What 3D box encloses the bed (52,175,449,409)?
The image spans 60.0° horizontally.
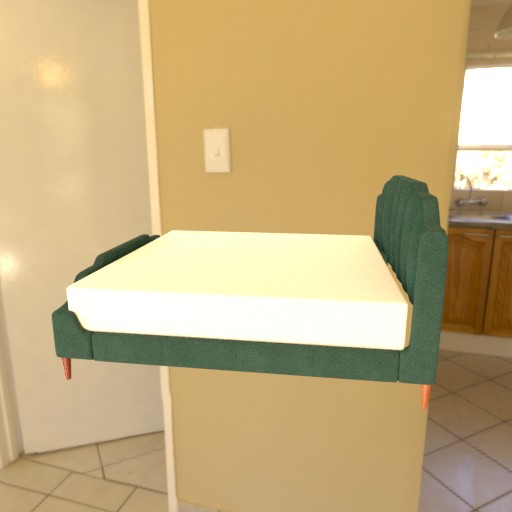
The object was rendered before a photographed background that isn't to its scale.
[{"bbox_3d":[0.000,0.000,3.532,2.340,1.245,2.074,2,14,8],"label":"bed"}]
